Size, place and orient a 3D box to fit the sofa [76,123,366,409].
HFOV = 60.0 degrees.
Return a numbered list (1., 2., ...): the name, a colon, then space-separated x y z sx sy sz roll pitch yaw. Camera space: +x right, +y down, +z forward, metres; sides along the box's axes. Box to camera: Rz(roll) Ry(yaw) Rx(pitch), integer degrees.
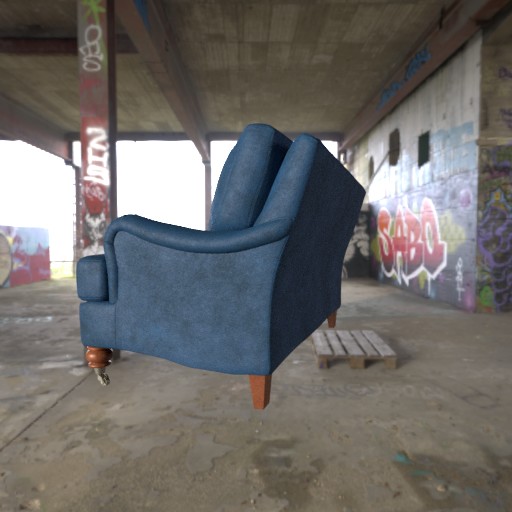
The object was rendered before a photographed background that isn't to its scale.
1. sofa: 0.000 0.000 2.580 1.084 1.101 1.853 1 2 19
